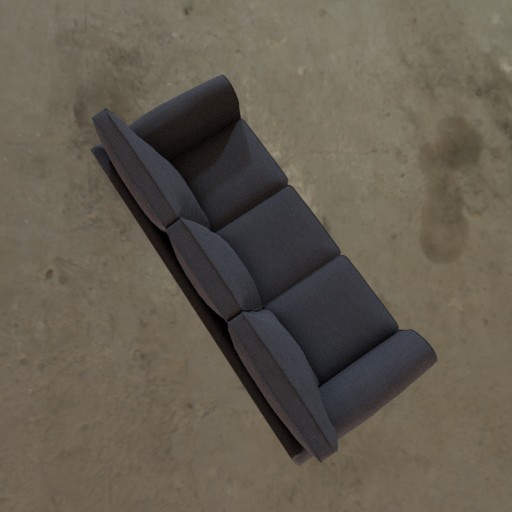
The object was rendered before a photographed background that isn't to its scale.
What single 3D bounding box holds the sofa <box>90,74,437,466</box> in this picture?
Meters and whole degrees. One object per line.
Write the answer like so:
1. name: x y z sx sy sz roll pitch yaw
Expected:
1. sofa: 0.000 0.000 2.585 0.909 0.966 2.084 -34 79 -8
